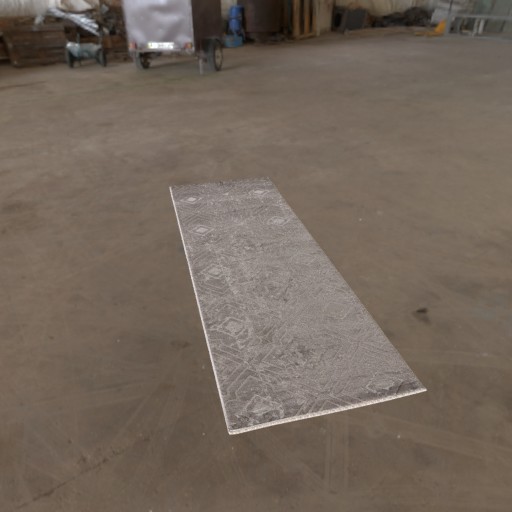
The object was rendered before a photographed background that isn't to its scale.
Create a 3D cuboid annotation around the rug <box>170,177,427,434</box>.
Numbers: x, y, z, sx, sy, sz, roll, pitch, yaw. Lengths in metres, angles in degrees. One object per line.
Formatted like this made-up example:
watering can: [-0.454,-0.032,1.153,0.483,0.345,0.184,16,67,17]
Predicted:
rug: [0.000,0.000,2.711,0.832,0.035,2.381,-8,33,-12]
